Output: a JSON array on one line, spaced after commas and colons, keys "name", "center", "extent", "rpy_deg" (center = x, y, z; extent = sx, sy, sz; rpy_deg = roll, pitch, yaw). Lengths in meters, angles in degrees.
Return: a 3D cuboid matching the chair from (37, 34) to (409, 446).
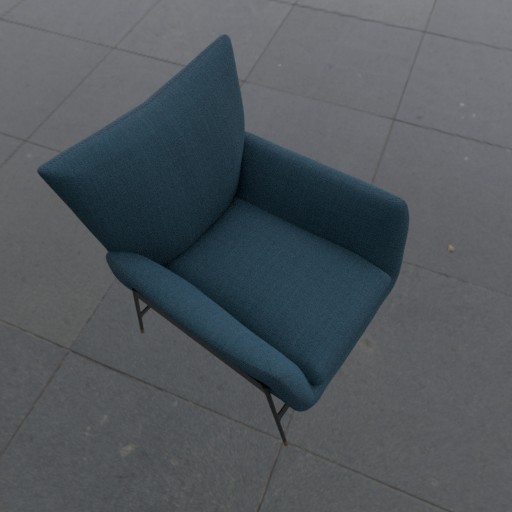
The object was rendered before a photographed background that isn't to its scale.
[{"name": "chair", "center": [0.000, 0.000, 1.364], "extent": [0.769, 0.859, 0.678], "rpy_deg": [32, 63, 19]}]
